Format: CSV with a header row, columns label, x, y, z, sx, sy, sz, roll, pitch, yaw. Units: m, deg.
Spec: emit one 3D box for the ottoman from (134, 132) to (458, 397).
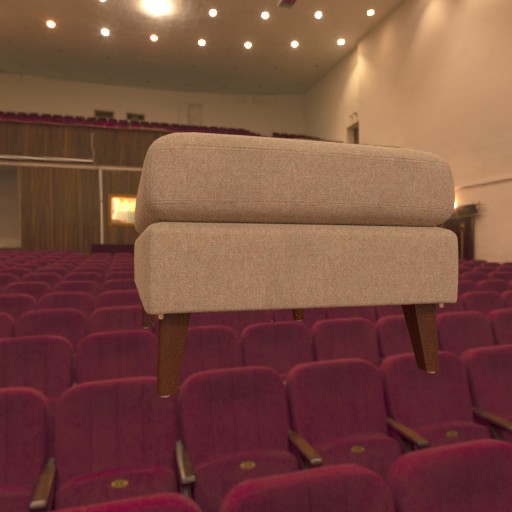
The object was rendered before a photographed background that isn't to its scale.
label,x,y,z,sx,sy,sz,roll,pitch,yaw
ottoman,0.000,0.000,1.180,0.610,0.478,0.823,0,0,-16
